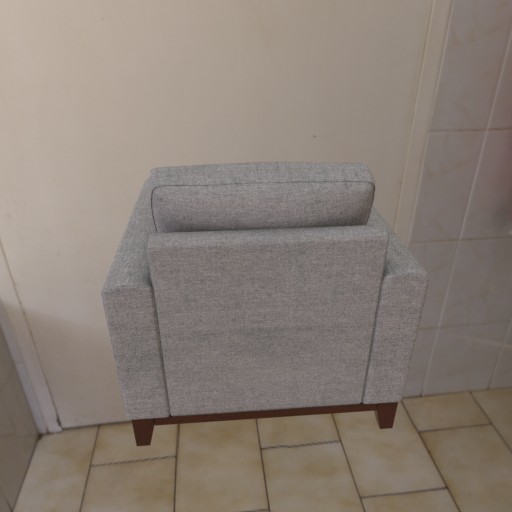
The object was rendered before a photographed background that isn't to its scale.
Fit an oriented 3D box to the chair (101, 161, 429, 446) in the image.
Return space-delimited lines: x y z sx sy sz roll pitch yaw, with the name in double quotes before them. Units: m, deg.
"chair" 0.000 0.000 1.895 1.024 1.010 1.038 -2 29 -4
